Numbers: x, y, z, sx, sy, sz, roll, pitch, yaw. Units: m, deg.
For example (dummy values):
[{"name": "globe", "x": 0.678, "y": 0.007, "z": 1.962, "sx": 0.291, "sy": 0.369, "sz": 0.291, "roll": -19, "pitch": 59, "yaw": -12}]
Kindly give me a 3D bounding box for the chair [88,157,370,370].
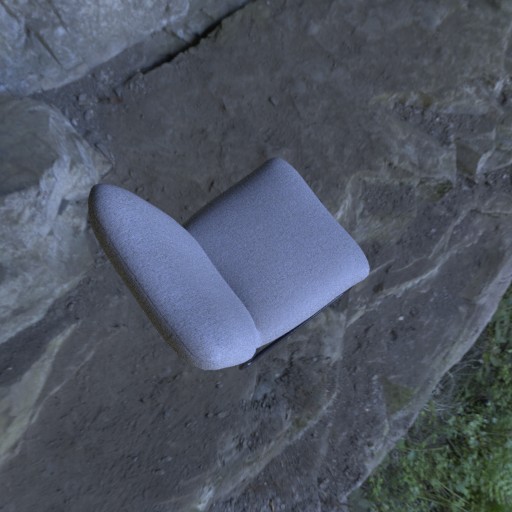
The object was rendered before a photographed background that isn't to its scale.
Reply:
[{"name": "chair", "x": 0.000, "y": 0.000, "z": 1.205, "sx": 0.560, "sy": 0.864, "sz": 0.448, "roll": -36, "pitch": 78, "yaw": -9}]
